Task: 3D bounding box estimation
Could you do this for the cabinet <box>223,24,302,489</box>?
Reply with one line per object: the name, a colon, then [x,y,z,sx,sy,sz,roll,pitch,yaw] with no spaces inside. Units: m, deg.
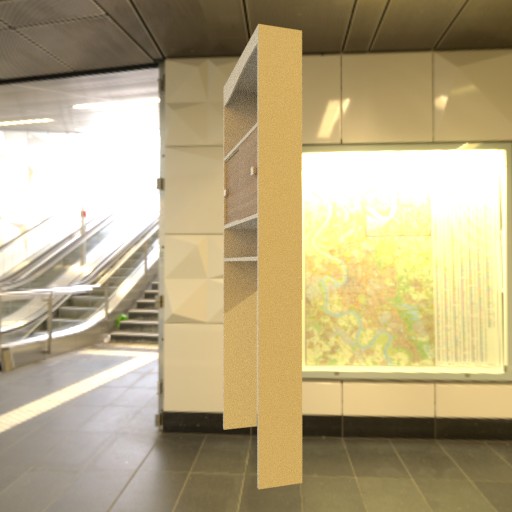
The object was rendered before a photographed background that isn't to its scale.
cabinet: [0.000,0.000,2.016,0.192,1.770,0.643,0,-1,-16]
